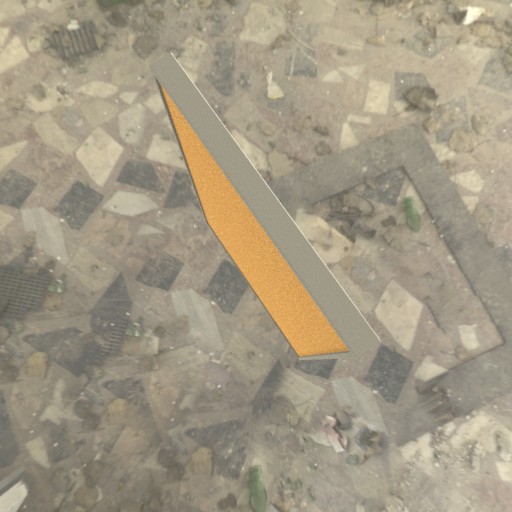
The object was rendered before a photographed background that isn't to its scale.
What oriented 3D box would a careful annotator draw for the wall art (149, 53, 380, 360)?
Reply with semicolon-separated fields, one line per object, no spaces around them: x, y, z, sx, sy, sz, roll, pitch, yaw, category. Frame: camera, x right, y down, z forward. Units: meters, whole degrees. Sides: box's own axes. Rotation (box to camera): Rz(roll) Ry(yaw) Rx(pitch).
0.000;0.000;0.977;0.039;0.753;0.511;-33;79;-7;wall art
